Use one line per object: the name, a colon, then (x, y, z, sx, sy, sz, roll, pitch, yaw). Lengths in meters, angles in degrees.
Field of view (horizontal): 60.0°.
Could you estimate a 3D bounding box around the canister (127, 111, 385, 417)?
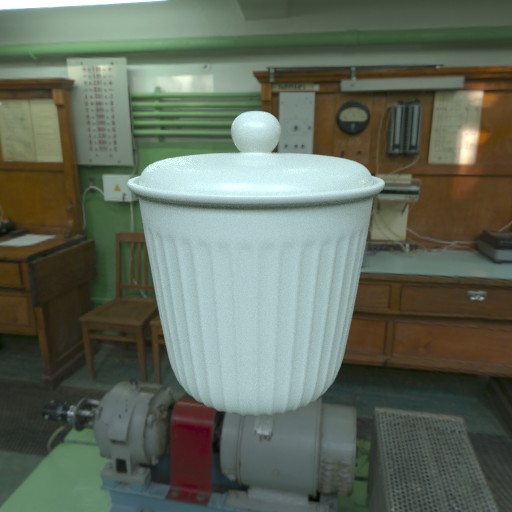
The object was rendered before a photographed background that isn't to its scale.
canister: (0.000, 0.000, 0.339, 0.181, 0.211, 0.181, 0, 16, 0)
